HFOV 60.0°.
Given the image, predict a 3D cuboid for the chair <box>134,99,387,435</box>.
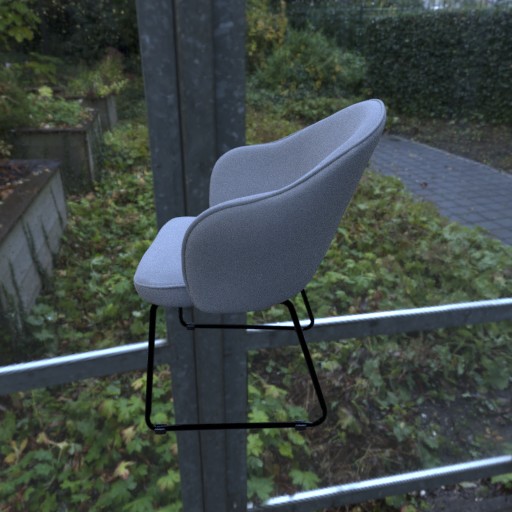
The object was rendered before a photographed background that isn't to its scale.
[{"bbox_3d":[0.000,0.000,1.219,0.592,0.817,0.570,0,25,1],"label":"chair"}]
